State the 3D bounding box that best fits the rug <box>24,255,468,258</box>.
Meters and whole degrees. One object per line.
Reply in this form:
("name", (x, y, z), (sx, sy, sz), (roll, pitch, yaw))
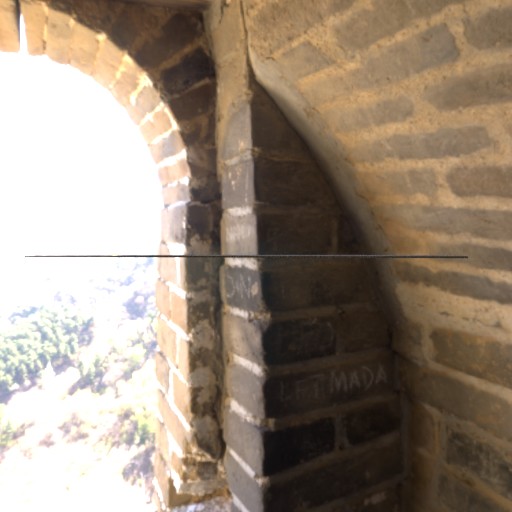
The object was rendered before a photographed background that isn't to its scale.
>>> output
("rug", (0.000, 0.000, 2.981), (2.430, 0.010, 1.515), (0, 0, 20))
